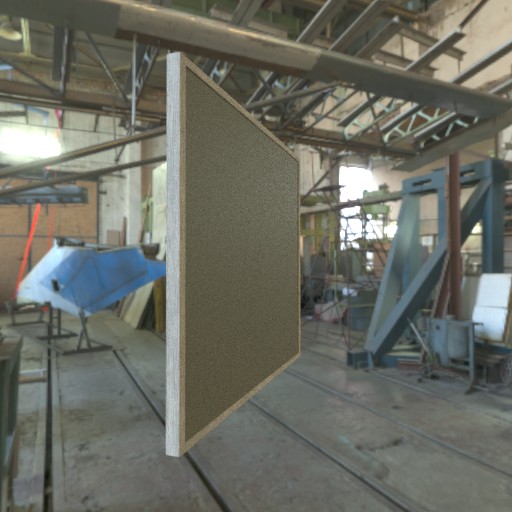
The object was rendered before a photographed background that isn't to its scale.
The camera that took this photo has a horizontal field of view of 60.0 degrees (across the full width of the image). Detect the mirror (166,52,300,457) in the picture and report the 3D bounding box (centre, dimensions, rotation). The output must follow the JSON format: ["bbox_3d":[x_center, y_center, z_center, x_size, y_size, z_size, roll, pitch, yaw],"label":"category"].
[{"bbox_3d":[0.000,0.000,1.148,0.028,0.689,0.839,0,-1,20],"label":"mirror"}]
